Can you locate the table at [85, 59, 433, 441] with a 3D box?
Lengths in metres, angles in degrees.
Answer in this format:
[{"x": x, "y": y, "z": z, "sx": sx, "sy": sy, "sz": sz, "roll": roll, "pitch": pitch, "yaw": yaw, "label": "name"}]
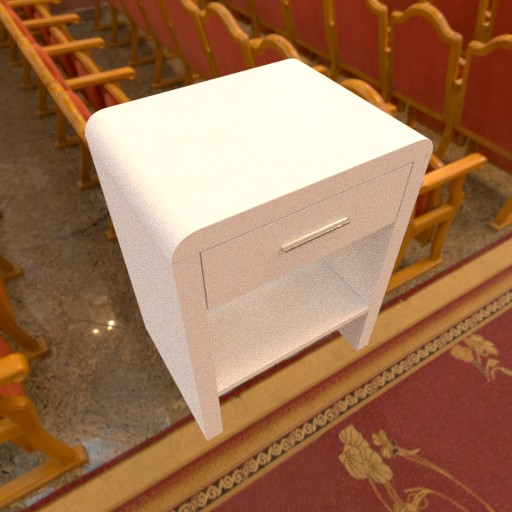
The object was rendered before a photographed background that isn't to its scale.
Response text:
[{"x": 0.000, "y": 0.000, "z": 0.902, "sx": 0.450, "sy": 0.590, "sz": 0.350, "roll": -24, "pitch": 51, "yaw": -21, "label": "table"}]
